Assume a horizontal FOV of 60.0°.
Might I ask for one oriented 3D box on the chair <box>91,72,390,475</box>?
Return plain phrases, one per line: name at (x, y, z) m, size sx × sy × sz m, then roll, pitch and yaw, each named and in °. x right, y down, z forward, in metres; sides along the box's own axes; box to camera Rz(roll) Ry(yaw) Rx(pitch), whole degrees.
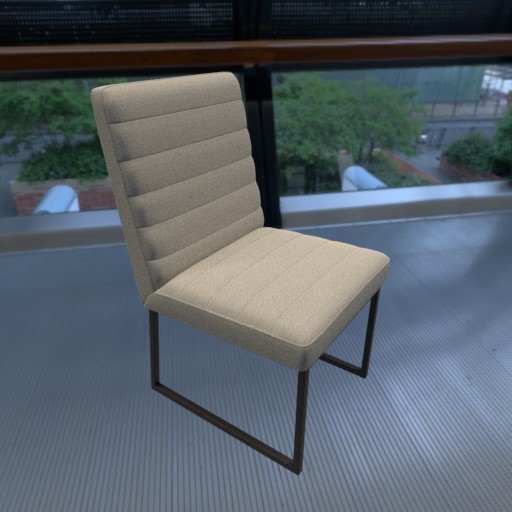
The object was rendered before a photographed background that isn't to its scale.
chair at (0.000, 0.000, 1.273) m, size 0.634 × 0.930 × 0.520 m, roll 18°, pitch 32°, yaw 31°
